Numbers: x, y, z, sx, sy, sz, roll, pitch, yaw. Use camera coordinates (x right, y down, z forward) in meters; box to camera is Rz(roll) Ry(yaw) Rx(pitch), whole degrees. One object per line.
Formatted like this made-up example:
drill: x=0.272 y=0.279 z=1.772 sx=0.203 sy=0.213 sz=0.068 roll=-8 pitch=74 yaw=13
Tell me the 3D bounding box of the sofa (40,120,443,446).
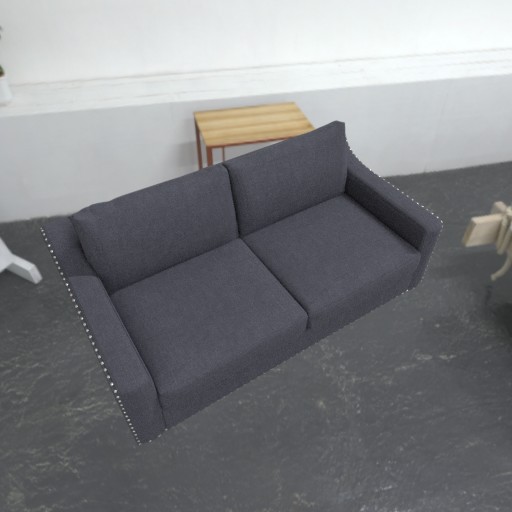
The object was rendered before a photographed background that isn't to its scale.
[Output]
sofa: x=0.000 y=0.000 z=3.289 sx=2.550 sy=1.196 sz=1.336 roll=-25 pitch=50 yaw=-22
